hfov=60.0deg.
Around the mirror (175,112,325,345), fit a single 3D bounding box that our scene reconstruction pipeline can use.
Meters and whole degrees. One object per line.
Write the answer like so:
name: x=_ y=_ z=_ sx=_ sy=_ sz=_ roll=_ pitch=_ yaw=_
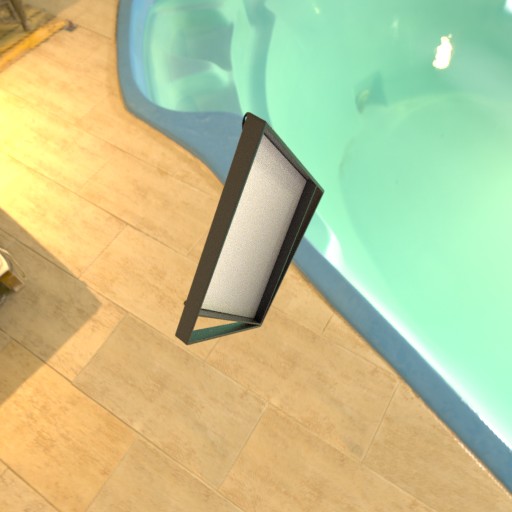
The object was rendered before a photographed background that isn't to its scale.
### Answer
mirror: x=0.000 y=0.000 z=0.837 sx=0.032 sy=0.679 sz=0.419 roll=34 pitch=65 yaw=18
